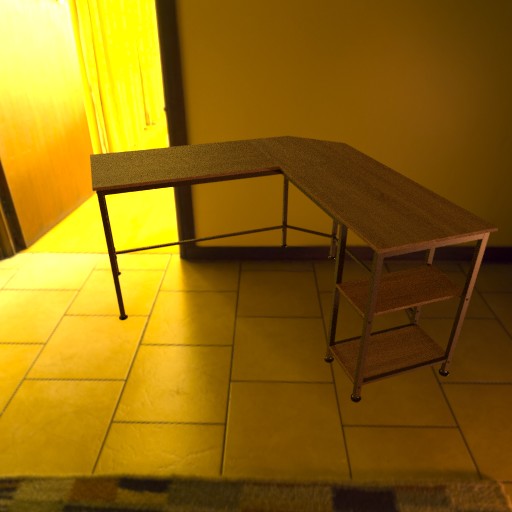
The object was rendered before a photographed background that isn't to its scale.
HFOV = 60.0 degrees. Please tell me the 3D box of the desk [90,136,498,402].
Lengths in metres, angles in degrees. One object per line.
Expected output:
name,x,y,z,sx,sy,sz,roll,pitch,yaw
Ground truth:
desk,0.000,0.000,2.159,1.379,0.739,1.379,-10,32,-16
